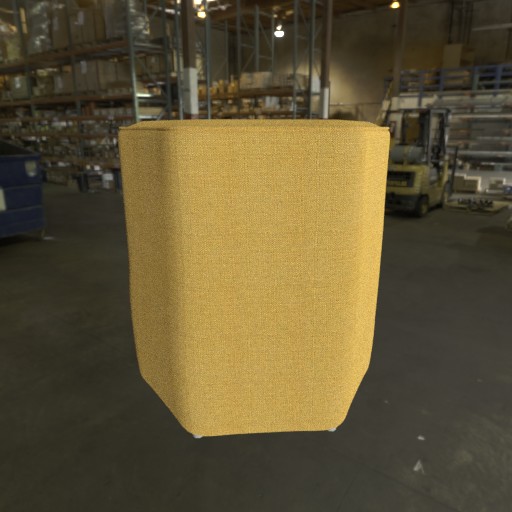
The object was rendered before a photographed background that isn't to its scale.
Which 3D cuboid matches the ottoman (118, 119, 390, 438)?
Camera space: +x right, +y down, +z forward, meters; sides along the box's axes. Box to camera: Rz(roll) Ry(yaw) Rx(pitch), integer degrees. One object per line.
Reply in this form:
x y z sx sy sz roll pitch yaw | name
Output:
0.000 0.000 0.863 0.443 0.502 0.494 8 18 25 | ottoman
